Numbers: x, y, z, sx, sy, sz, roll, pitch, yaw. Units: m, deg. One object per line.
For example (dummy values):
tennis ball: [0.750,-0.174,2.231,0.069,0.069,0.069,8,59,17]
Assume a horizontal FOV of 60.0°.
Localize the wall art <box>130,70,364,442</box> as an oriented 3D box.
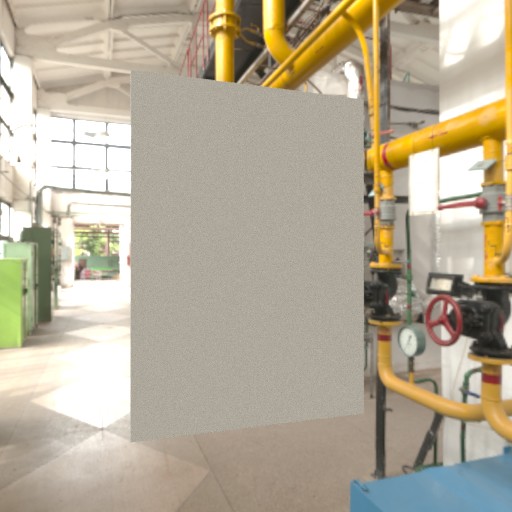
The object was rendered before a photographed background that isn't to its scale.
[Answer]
wall art: [0.000,0.000,0.698,0.381,0.533,0.013,0,0,-18]
